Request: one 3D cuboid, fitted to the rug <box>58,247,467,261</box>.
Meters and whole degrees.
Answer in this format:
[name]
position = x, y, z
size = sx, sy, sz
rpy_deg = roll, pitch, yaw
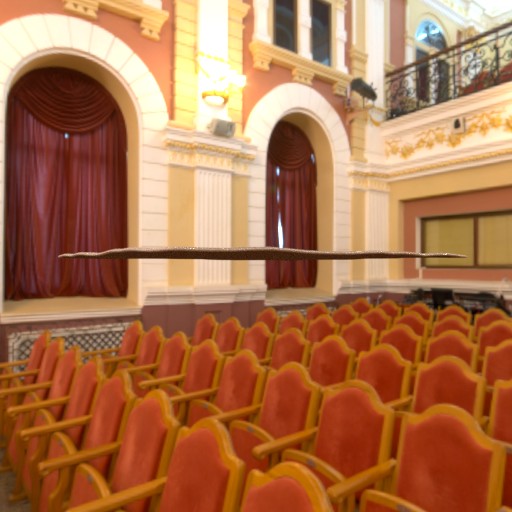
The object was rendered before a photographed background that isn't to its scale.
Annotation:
[rug]
position = 0.000, 0.000, 0.903
size = 0.642, 0.008, 0.551
rpy_deg = 1, -2, -36
